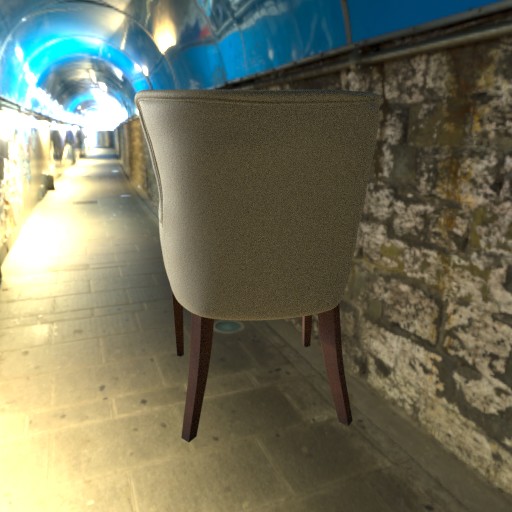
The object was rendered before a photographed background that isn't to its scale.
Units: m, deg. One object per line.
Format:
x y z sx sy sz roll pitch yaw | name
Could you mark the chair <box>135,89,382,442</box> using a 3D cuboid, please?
0.000 0.000 1.404 0.660 0.952 0.686 -2 15 -9 | chair
